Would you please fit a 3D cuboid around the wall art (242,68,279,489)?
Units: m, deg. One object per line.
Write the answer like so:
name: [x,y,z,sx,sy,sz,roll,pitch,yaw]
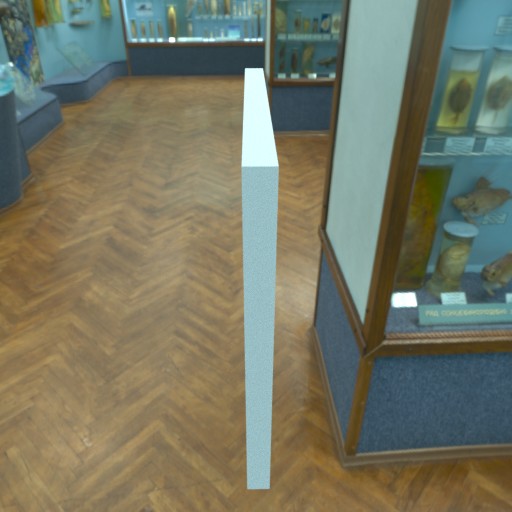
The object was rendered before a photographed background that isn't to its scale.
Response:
wall art: [0.000,0.000,0.451,0.020,0.307,0.307,0,32,-1]
